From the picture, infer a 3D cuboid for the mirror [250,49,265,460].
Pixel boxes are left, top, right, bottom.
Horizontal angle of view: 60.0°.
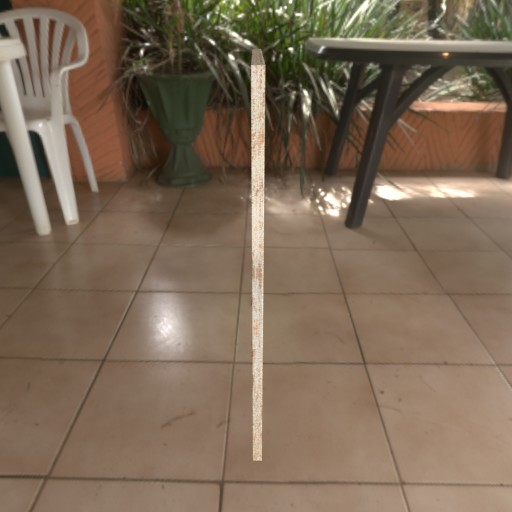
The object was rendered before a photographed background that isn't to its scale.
[{"bbox_3d":[0.000,0.000,1.115,0.027,0.922,0.472,0,28,0],"label":"mirror"}]
